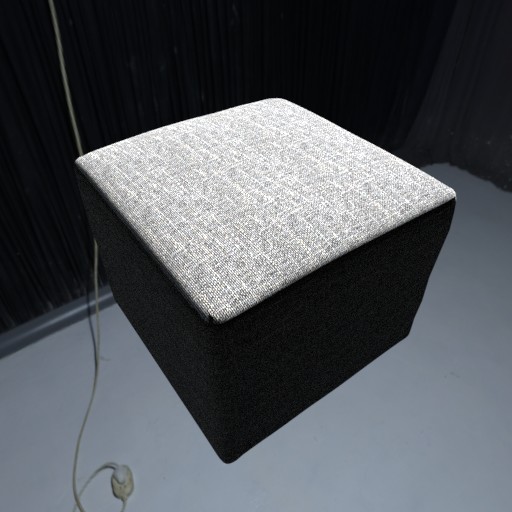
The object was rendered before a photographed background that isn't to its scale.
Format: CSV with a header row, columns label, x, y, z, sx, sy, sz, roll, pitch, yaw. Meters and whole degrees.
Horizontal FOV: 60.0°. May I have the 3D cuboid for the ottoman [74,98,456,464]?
label,x,y,z,sx,sy,sz,roll,pitch,yaw
ottoman,0.000,0.000,0.924,0.512,0.453,0.521,-26,48,-26
